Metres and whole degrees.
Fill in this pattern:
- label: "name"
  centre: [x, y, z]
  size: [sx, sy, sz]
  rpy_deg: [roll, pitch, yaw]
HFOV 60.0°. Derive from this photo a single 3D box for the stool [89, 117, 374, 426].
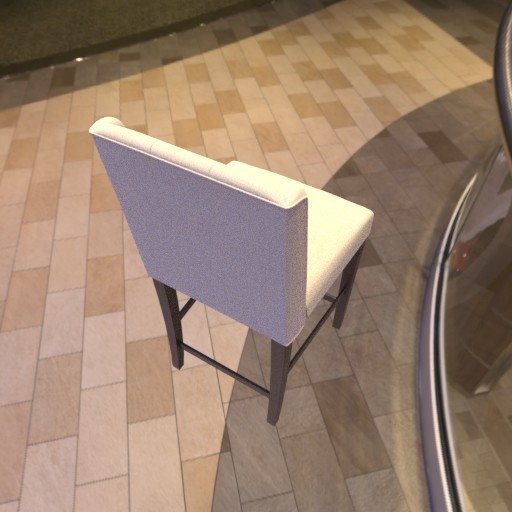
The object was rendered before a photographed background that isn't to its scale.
- label: "stool"
  centre: [0.000, 0.000, 1.228]
  size: [0.474, 0.939, 0.509]
  rpy_deg: [24, 51, 21]
